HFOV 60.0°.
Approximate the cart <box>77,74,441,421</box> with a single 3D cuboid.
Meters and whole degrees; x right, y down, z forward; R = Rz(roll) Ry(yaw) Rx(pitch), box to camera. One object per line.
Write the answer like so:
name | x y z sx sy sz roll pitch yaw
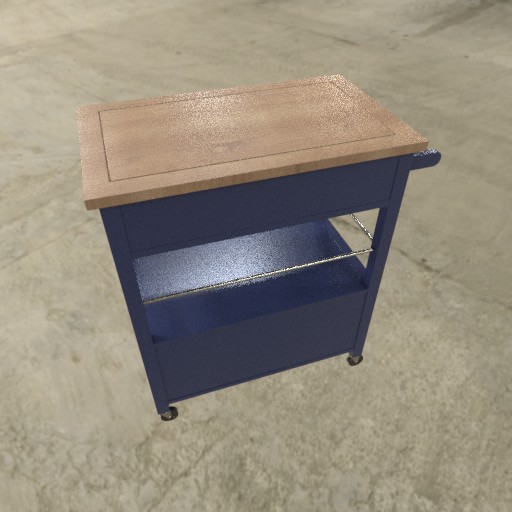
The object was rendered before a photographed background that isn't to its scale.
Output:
cart | 0.000 0.000 1.400 0.840 0.901 0.459 -12 43 -14
